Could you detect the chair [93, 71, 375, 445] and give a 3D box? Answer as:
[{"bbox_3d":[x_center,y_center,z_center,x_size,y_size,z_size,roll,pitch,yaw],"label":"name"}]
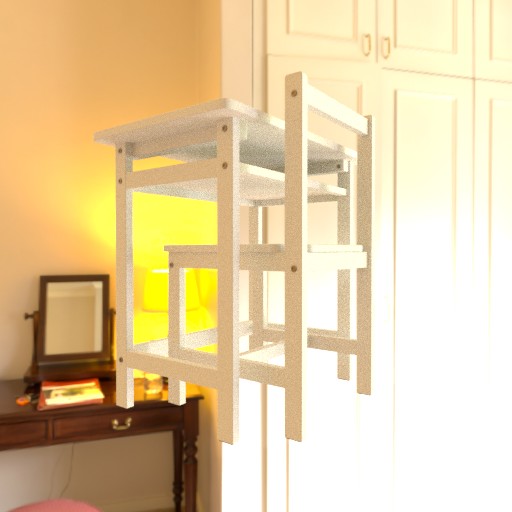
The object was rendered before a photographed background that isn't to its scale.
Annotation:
[{"bbox_3d":[0.000,0.000,1.074,0.461,0.673,0.599,1,1,37],"label":"chair"}]
